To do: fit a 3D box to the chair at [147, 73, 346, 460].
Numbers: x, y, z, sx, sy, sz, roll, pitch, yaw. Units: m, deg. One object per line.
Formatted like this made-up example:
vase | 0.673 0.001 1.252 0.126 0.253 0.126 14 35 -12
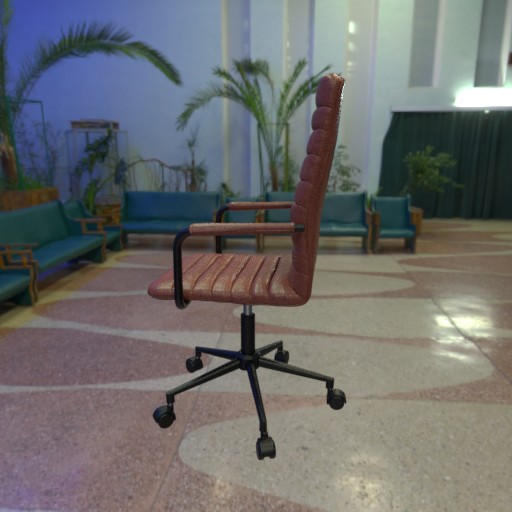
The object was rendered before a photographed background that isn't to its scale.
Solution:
chair | 0.000 0.000 1.344 0.580 0.979 0.608 2 14 8
